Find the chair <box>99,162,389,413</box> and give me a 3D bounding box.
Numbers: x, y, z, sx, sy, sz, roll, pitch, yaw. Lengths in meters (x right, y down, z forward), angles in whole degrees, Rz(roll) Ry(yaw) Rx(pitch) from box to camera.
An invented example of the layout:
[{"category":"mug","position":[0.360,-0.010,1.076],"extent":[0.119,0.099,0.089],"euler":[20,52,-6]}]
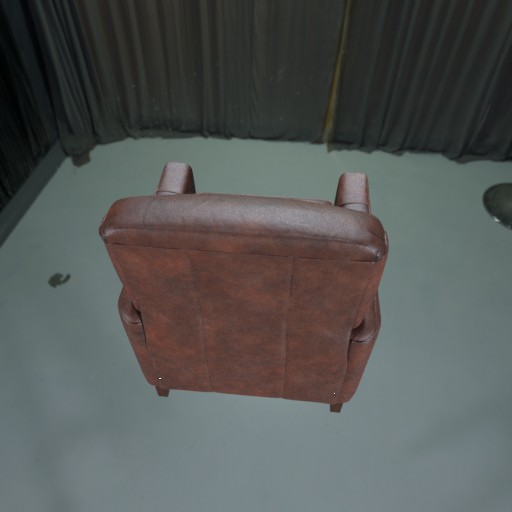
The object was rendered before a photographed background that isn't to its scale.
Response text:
[{"category":"chair","position":[0.000,0.000,1.639],"extent":[0.843,1.043,0.836],"euler":[4,47,4]}]
